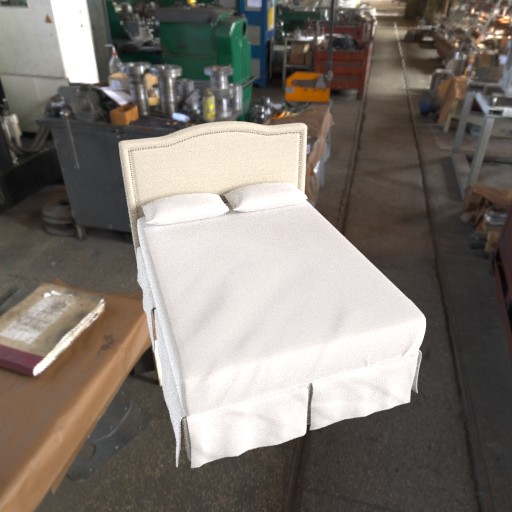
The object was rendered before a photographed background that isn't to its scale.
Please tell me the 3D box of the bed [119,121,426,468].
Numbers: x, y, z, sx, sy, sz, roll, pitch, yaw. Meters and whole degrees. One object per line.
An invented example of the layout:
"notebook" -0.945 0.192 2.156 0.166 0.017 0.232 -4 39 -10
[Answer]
"bed" 0.000 0.000 3.348 1.741 1.449 2.196 -11 34 -16
